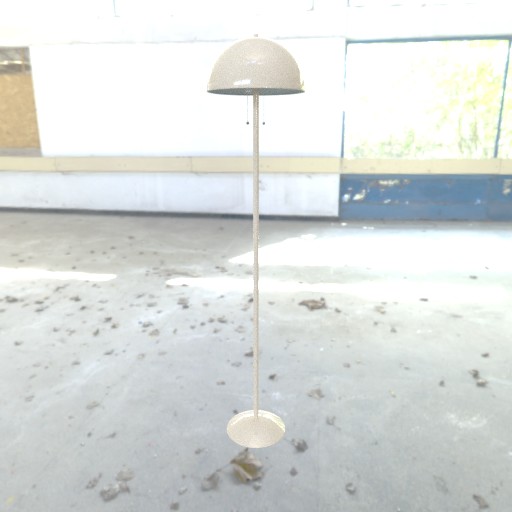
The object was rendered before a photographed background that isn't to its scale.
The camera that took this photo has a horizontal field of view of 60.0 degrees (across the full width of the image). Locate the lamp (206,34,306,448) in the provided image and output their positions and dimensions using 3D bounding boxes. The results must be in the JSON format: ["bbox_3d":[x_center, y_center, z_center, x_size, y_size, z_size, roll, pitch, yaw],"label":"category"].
[{"bbox_3d":[0.000,0.000,1.628,0.328,1.480,0.328,3,16,9],"label":"lamp"}]
